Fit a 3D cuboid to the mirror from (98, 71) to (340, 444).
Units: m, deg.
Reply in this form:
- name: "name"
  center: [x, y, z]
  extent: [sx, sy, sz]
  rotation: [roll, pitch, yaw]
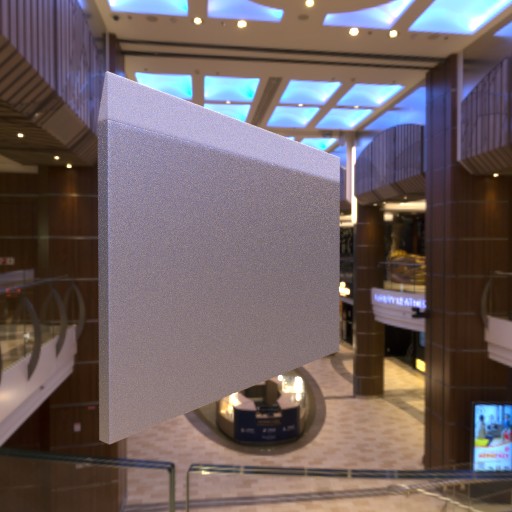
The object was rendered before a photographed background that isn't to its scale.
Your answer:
- name: "mirror"
  center: [0.000, 0.000, 1.104]
  extent: [0.030, 0.630, 0.870]
  rotation: [1, 1, 37]
